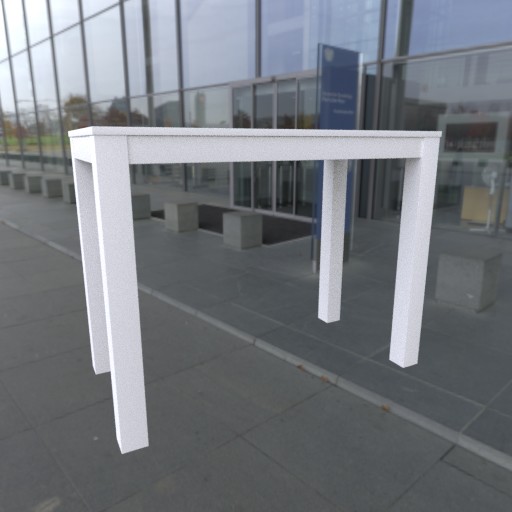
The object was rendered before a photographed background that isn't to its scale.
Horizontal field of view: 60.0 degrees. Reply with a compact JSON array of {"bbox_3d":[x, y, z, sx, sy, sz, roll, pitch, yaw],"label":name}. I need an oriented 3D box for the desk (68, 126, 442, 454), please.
[{"bbox_3d":[0.000,0.000,1.408,0.990,0.762,0.497,-7,16,-26],"label":"desk"}]
